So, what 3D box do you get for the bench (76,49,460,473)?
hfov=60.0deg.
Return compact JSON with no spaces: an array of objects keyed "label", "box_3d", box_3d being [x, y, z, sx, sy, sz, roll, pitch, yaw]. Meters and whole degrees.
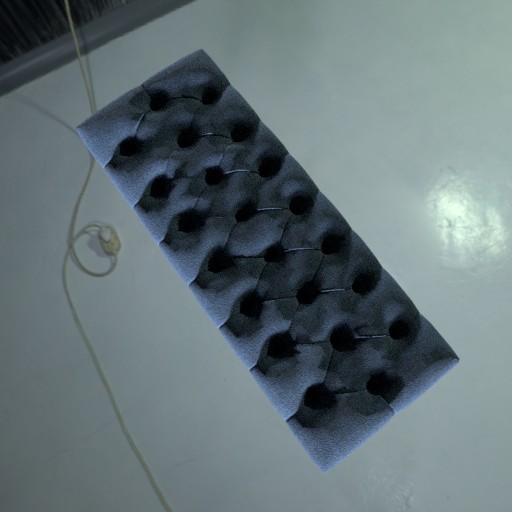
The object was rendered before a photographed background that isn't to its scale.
[{"label":"bench","box_3d":[0.000,0.000,1.295,0.417,0.492,1.052,-36,79,-8]}]
